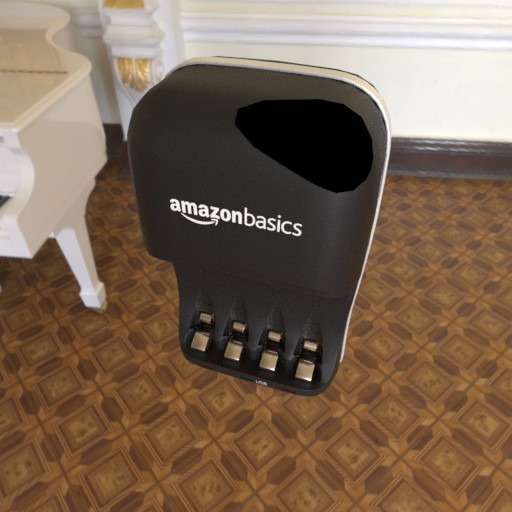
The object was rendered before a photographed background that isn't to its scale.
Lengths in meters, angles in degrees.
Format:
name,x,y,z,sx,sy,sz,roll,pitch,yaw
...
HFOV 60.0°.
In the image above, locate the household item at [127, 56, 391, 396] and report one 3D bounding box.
name,x,y,z,sx,sy,sz,roll,pitch,yaw
household item,0.000,0.000,0.145,0.070,0.114,0.038,12,42,14
